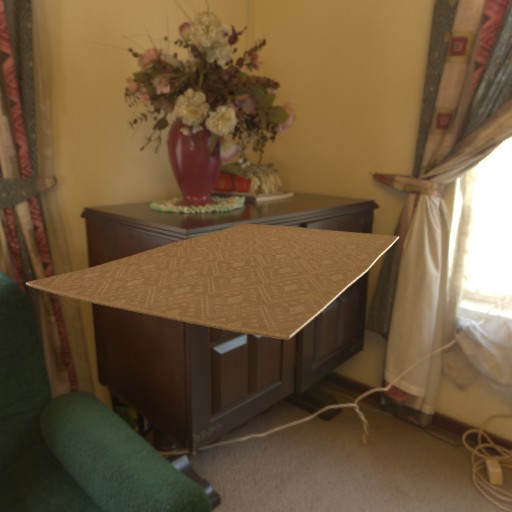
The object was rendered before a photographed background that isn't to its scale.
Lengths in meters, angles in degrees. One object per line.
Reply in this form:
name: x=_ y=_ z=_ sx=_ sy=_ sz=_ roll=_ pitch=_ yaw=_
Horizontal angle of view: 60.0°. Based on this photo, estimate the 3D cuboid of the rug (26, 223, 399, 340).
rug: x=0.000 y=0.000 z=3.101 sx=1.553 sy=0.053 sz=2.430 roll=7 pitch=15 yaw=26
